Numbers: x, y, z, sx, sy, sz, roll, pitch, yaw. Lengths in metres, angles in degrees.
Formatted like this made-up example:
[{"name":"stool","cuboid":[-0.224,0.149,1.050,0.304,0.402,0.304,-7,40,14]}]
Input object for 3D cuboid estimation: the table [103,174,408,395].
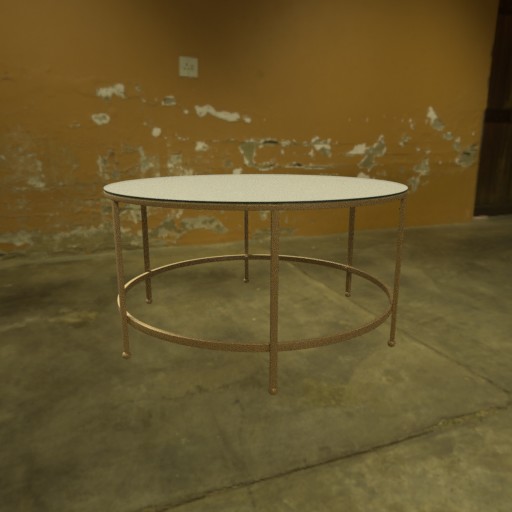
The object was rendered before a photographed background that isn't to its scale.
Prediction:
[{"name":"table","cuboid":[0.000,0.000,1.452,0.914,0.470,0.914,0,14,0]}]
